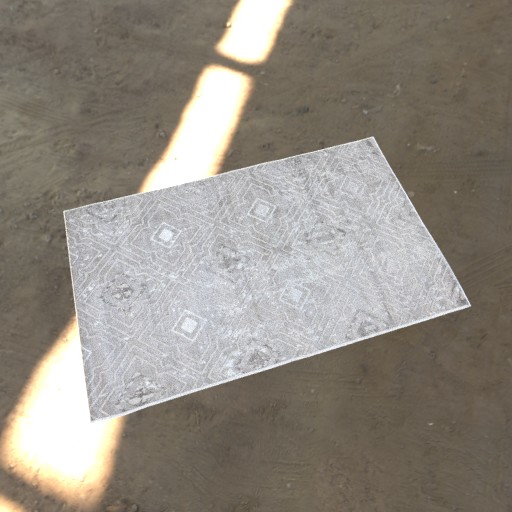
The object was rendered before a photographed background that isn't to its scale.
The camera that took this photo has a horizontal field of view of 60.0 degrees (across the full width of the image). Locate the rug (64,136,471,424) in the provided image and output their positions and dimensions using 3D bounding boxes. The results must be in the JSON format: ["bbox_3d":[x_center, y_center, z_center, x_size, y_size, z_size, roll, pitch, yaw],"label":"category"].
[{"bbox_3d":[0.000,0.000,3.035,2.447,0.036,1.537,-15,62,-8],"label":"rug"}]
